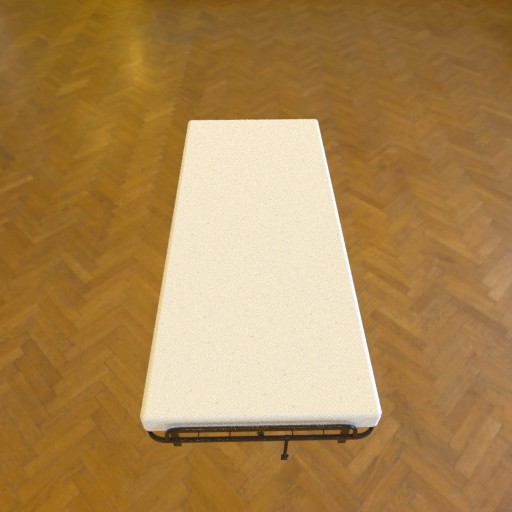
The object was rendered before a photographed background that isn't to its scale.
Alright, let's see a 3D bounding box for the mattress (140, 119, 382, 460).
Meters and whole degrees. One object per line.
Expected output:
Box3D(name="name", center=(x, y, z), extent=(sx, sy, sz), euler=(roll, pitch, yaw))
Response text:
Box3D(name="mattress", center=(0.000, 0.000, 2.494), extent=(0.922, 0.519, 2.153), euler=(-1, 47, -1))
